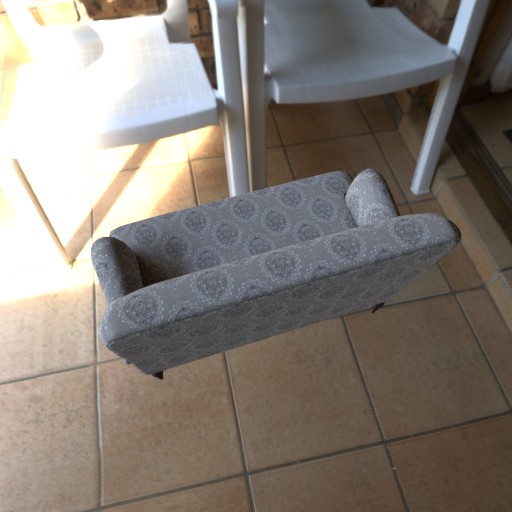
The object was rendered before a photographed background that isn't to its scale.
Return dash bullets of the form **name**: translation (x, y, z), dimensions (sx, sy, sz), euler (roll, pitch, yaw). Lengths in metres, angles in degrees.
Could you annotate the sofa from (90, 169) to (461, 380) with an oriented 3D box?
- **sofa**: translation (0.000, 0.000, 1.888), dimensions (1.297, 0.889, 0.779), euler (-16, 60, -9)
